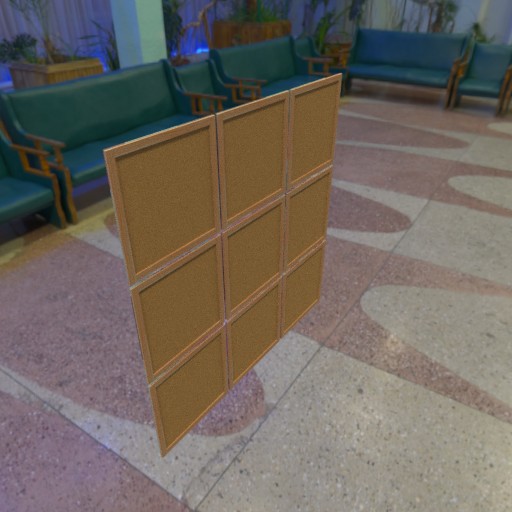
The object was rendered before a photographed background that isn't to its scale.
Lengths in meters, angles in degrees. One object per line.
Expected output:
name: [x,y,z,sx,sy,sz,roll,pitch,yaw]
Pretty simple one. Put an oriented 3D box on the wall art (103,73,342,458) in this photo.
wall art: [0.000,0.000,2.241,0.013,1.519,1.521,22,38,30]
